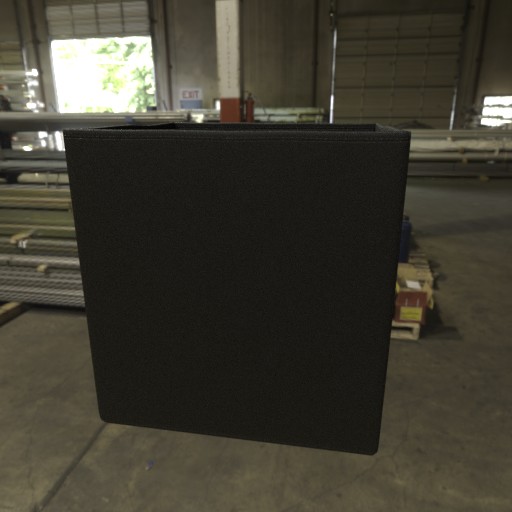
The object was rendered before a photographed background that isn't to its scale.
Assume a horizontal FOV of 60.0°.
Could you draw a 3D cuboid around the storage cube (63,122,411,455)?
[{"bbox_3d":[0.000,0.000,0.494,0.270,0.280,0.270,3,18,9],"label":"storage cube"}]
